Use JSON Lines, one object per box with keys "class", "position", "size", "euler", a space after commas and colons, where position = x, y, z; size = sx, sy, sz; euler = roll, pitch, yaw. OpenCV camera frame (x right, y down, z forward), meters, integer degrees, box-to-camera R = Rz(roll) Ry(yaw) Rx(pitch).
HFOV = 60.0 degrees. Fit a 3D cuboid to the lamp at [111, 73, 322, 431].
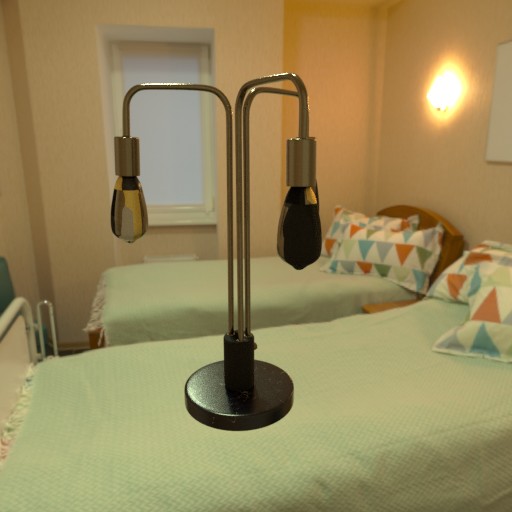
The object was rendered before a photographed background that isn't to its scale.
{"class": "lamp", "position": [0.000, 0.000, 0.766], "size": [0.355, 0.560, 0.368], "euler": [14, 20, 43]}
